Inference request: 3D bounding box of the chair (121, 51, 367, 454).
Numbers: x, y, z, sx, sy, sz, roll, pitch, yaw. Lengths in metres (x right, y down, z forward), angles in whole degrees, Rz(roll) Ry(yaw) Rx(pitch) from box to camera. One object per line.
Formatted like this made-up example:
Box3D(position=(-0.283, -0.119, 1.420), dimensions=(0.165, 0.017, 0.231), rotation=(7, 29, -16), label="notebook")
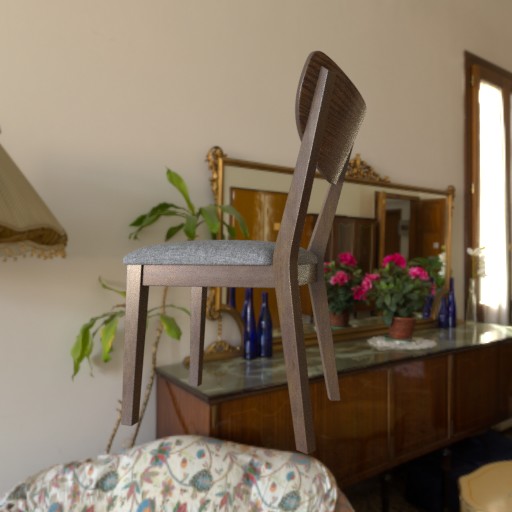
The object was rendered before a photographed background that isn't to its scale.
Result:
Box3D(position=(0.000, 0.000, 1.205), dimensions=(0.583, 0.849, 0.491), rotation=(0, 0, 19), label="chair")
